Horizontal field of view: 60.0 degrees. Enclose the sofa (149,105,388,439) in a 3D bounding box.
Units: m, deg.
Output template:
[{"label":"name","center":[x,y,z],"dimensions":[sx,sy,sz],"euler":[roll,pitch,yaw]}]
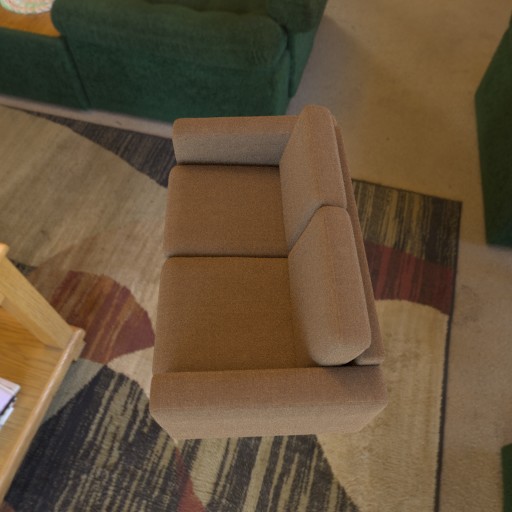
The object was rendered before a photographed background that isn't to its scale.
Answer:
[{"label":"sofa","center":[0.000,0.000,2.100],"dimensions":[0.900,0.800,1.520],"euler":[-2,58,-1]}]
